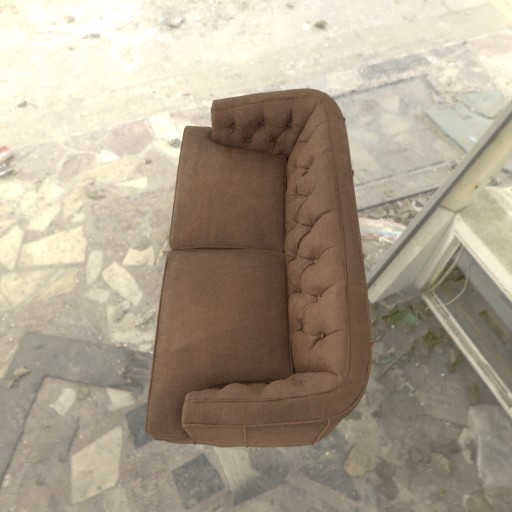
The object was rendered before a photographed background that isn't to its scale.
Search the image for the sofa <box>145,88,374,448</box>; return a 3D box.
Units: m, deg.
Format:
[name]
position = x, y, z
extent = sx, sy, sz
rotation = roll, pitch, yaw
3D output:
[sofa]
position = 0.000, 0.000, 2.264
extent = 0.917, 0.799, 1.767
rotation = 1, 59, 0
